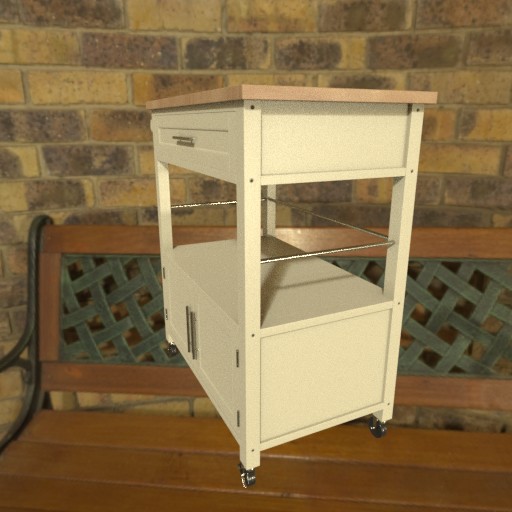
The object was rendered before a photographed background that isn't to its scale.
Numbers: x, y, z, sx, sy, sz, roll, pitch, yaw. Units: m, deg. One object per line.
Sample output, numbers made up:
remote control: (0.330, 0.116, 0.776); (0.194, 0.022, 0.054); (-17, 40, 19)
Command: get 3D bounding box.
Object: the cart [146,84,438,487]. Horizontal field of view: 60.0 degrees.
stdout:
cart: (0.000, 0.000, 1.344); (0.459, 0.901, 0.840); (-8, 18, -24)
